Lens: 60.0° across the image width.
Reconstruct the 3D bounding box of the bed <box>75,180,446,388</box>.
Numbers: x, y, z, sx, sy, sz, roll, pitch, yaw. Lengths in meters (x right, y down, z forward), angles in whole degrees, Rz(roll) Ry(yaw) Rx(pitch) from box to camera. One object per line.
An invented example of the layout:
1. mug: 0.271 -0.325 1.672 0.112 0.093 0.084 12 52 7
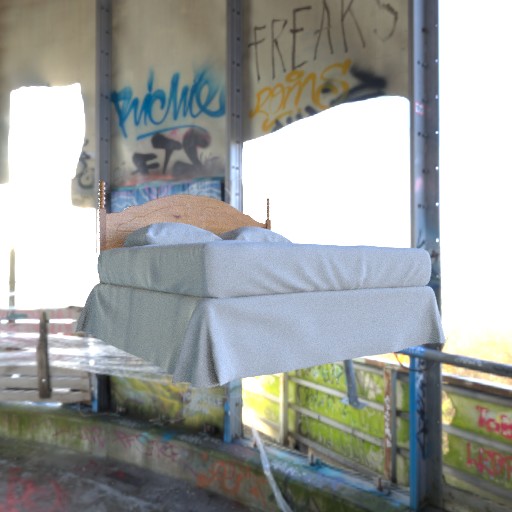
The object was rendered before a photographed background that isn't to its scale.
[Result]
1. bed: 0.000 0.000 3.629 2.322 1.355 2.219 0 -1 -35
